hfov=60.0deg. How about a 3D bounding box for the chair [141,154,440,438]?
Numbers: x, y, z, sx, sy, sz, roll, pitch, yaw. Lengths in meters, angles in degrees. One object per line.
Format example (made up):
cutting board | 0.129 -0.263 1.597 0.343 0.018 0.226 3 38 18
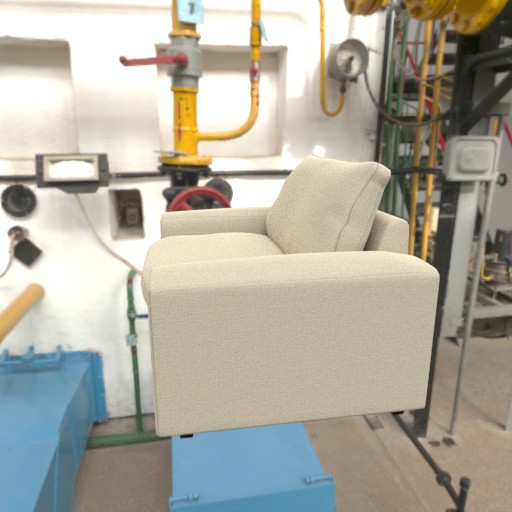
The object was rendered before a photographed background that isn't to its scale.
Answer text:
chair | 0.000 0.000 2.107 1.039 0.915 1.398 -3 15 -9
